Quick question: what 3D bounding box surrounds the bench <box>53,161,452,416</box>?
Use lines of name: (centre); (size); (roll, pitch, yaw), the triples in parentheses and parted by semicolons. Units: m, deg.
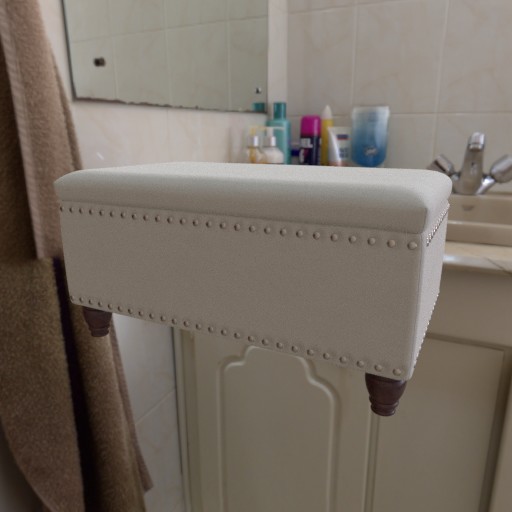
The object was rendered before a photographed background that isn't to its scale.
bench: (0.000, 0.000, 1.171); (0.887, 0.449, 0.500); (8, 17, 26)
